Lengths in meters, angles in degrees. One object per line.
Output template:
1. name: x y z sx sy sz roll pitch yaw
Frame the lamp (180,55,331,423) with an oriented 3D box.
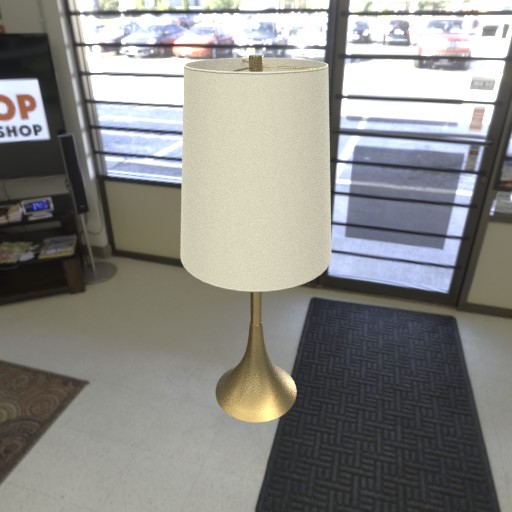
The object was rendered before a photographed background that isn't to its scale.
1. lamp: 0.000 0.000 0.689 0.231 0.569 0.231 0 29 0
